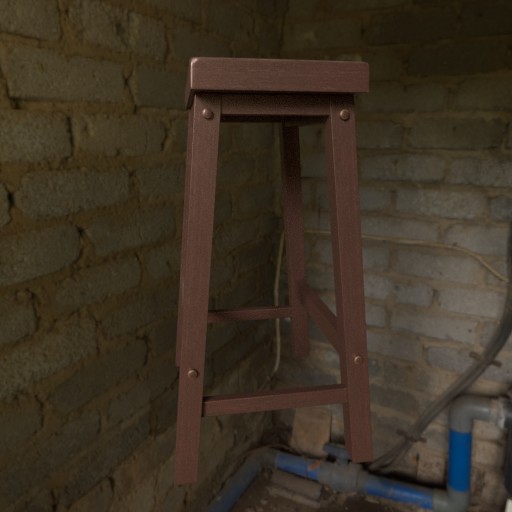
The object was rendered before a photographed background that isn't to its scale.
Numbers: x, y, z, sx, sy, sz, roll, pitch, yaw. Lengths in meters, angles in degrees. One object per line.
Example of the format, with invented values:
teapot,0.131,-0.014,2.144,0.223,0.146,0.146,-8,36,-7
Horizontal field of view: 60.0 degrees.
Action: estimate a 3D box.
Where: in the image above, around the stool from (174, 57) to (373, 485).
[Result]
stool,0.000,0.000,0.819,0.322,0.610,0.406,-2,15,-9
